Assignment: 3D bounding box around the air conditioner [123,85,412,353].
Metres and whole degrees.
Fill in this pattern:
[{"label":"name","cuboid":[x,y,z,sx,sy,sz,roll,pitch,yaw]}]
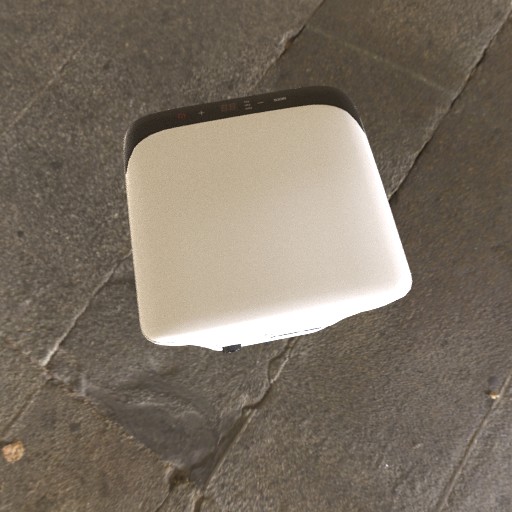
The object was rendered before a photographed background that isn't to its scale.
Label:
[{"label":"air conditioner","cuboid":[0.000,0.000,0.932,0.352,0.716,0.369,-10,76,-3]}]
